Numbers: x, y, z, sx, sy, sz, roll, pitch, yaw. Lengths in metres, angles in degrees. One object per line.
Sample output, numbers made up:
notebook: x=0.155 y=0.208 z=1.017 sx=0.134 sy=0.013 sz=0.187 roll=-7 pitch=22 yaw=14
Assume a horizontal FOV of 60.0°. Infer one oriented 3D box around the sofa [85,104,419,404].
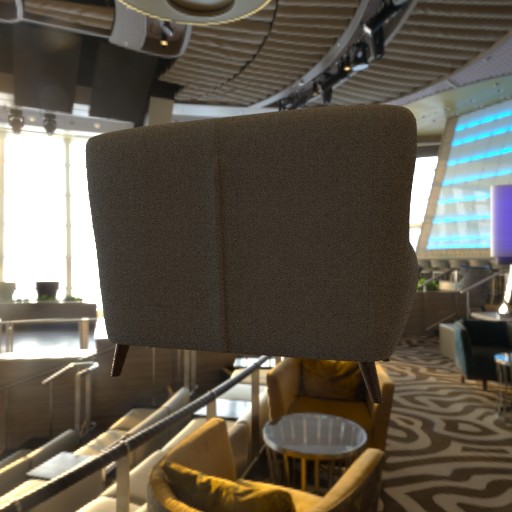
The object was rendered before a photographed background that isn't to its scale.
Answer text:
sofa: x=0.000 y=0.000 z=2.000 sx=1.386 sy=1.028 sz=0.884 roll=0 pitch=0 yaw=19
